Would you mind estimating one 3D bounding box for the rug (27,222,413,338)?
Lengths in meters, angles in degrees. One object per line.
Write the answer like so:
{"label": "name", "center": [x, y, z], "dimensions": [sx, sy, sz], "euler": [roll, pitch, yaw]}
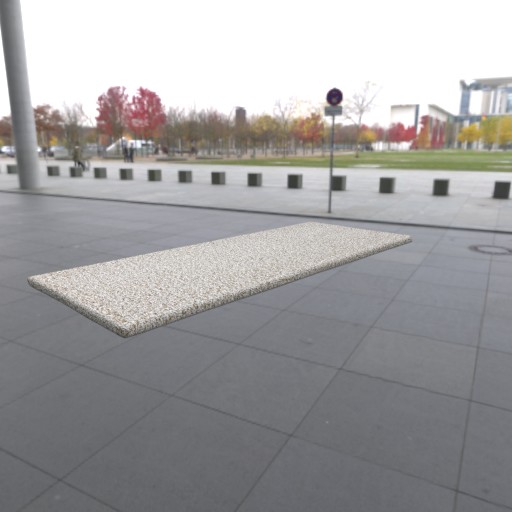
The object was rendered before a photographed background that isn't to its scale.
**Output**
{"label": "rug", "center": [0.000, 0.000, 1.769], "dimensions": [0.609, 0.030, 1.524], "euler": [13, 19, 42]}
